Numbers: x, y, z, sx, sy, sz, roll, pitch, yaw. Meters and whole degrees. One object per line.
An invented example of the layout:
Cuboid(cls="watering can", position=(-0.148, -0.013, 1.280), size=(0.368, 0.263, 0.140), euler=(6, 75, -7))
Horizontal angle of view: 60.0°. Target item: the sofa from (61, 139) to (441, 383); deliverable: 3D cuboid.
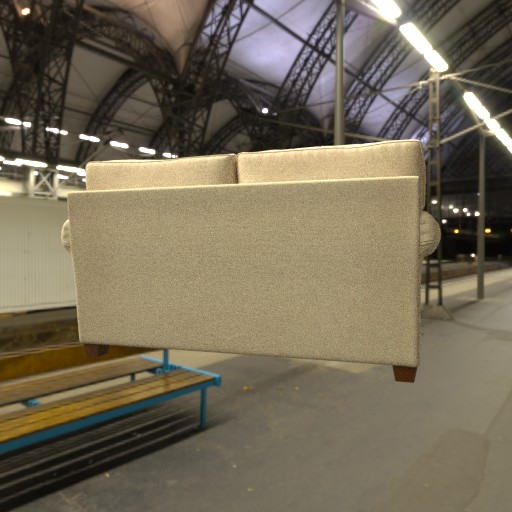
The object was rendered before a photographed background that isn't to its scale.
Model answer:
Cuboid(cls="sofa", position=(0.000, 0.000, 2.270), size=(1.701, 0.966, 0.966), euler=(0, 1, 17))
